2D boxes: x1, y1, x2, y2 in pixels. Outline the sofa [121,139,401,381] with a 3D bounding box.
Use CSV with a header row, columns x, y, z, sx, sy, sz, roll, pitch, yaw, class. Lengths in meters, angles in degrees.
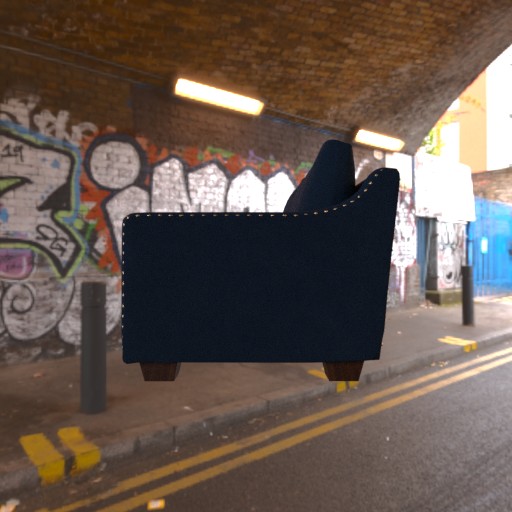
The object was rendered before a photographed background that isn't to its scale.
x,y,z,sx,sy,sz,roll,pitch,yaw,class
0.000,0.000,2.731,1.104,0.983,2.107,0,0,0,sofa
